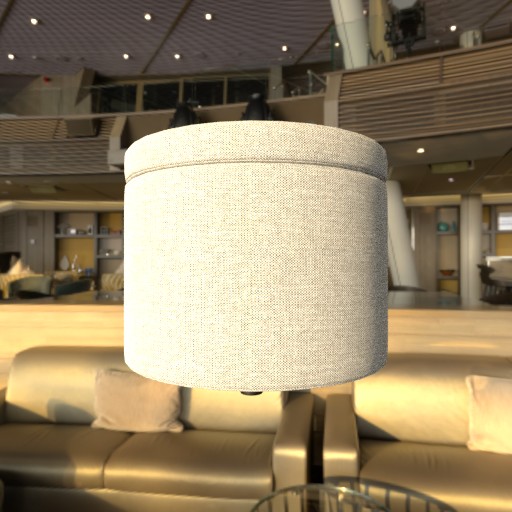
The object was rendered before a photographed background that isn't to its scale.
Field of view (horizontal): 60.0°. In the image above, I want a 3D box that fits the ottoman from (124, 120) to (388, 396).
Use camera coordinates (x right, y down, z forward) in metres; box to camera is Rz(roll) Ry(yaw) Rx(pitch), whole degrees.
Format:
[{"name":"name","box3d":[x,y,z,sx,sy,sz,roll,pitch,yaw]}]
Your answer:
[{"name":"ottoman","box3d":[0.000,0.000,0.876,0.500,0.419,0.500,0,0,0]}]
